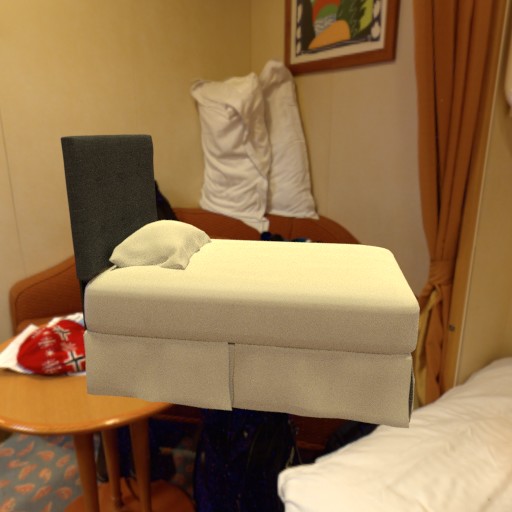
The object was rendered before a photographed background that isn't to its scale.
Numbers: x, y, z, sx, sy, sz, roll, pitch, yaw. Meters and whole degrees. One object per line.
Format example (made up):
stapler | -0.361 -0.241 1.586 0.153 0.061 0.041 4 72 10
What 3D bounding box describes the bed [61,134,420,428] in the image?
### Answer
bed | 0.000 0.000 2.983 1.997 1.571 1.261 2 16 9
